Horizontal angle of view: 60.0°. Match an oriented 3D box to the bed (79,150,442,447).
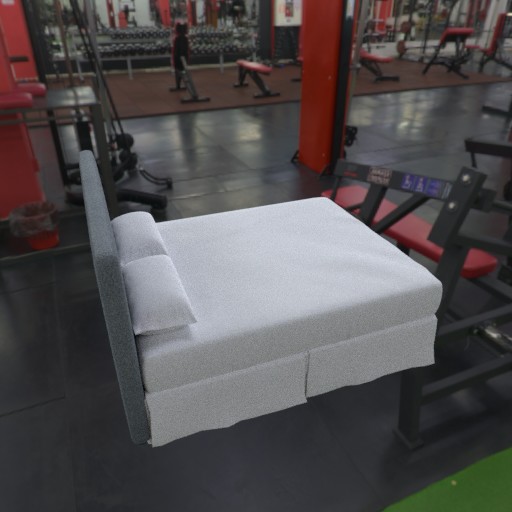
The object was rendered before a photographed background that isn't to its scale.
[{"bbox_3d":[0.000,0.000,3.191,2.142,1.330,1.713,-11,32,-18],"label":"bed"}]
